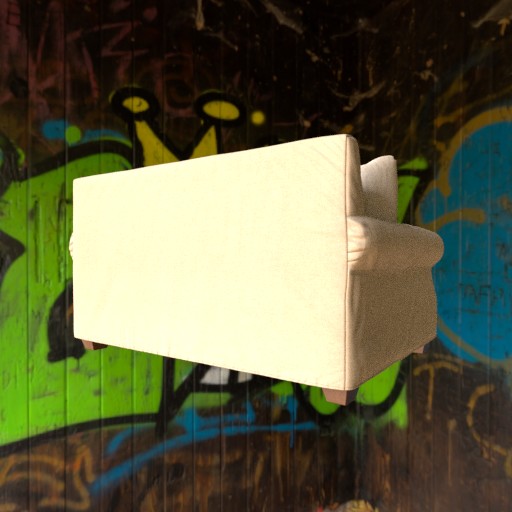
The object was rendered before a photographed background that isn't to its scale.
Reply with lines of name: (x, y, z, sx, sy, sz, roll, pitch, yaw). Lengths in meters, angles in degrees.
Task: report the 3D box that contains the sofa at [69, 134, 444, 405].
sofa: (0.000, 0.000, 2.137, 1.550, 0.905, 1.070, 0, 1, 36)
